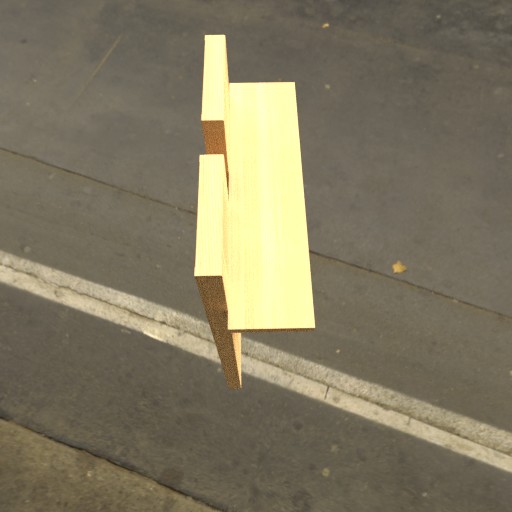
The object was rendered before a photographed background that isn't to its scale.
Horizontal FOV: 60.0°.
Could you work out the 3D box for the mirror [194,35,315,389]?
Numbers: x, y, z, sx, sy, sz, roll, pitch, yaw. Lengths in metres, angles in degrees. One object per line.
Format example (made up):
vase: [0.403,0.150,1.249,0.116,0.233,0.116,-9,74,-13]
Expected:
mirror: [0.000,0.000,1.592,0.260,1.250,0.800,-1,64,-1]
